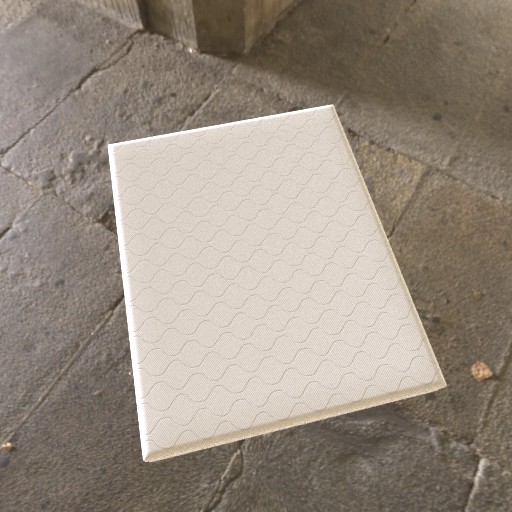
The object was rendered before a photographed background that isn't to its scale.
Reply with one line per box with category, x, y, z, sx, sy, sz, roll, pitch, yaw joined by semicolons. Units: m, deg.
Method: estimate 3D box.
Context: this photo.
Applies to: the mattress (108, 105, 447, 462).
mattress;0.000;0.000;2.733;1.600;0.200;2.000;-12;65;-6
